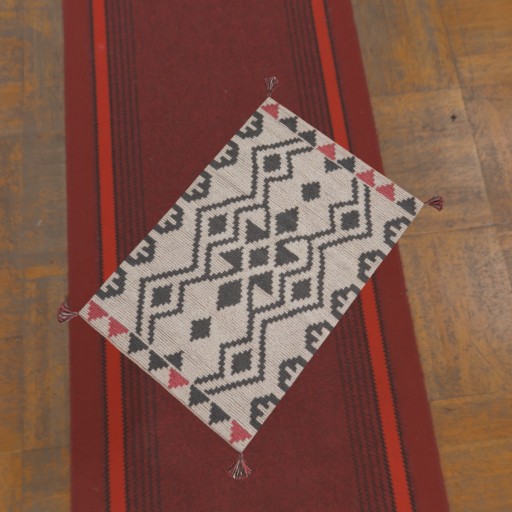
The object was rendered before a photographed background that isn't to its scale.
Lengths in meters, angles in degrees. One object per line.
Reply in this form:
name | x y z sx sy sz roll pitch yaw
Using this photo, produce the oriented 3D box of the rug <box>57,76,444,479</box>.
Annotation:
rug | 0.000 0.000 2.650 1.444 0.067 2.069 37 79 9
